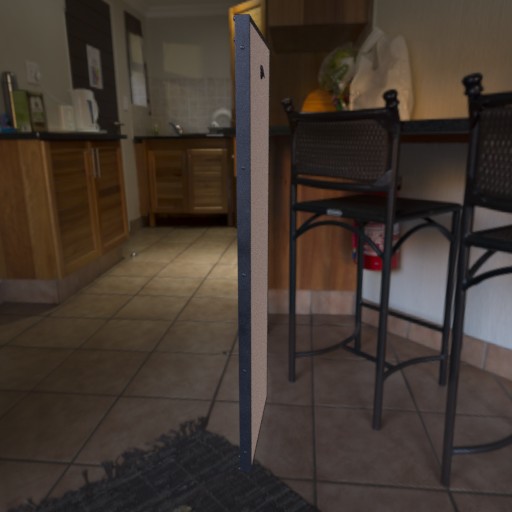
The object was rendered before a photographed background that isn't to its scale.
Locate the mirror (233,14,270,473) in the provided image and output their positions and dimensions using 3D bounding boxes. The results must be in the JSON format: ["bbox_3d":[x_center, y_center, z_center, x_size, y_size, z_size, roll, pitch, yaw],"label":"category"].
[{"bbox_3d":[0.000,0.000,1.174,0.042,1.080,0.354,2,16,8],"label":"mirror"}]
